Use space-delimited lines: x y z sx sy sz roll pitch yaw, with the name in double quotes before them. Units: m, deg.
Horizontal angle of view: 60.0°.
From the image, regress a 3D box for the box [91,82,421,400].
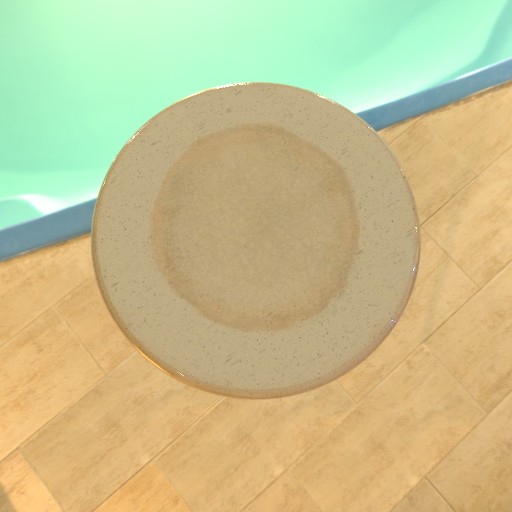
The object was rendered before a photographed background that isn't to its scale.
"box" 0.000 0.000 0.261 0.154 0.123 0.154 0 76 0
